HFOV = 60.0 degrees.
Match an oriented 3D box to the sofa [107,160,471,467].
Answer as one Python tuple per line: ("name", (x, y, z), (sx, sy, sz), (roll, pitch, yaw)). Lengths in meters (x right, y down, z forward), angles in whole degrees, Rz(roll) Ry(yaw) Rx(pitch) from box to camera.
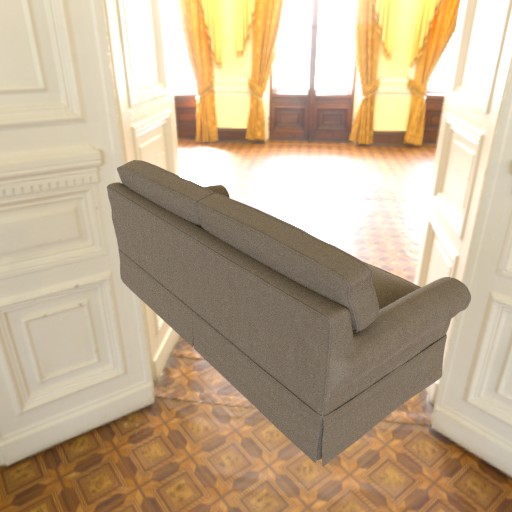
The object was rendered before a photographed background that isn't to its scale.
("sofa", (0.000, 0.000, 2.728), (0.991, 0.943, 2.248), (-19, 32, -34))
